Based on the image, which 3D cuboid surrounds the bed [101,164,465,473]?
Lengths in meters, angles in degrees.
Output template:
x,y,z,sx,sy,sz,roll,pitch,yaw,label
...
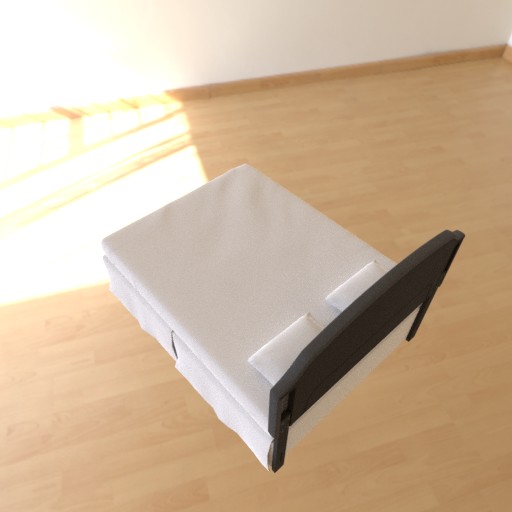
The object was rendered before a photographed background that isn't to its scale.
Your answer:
x,y,z,sx,sy,sz,roll,pitch,yaw,label
0.000,0.000,3.079,1.558,1.270,1.999,-33,56,-27,bed
